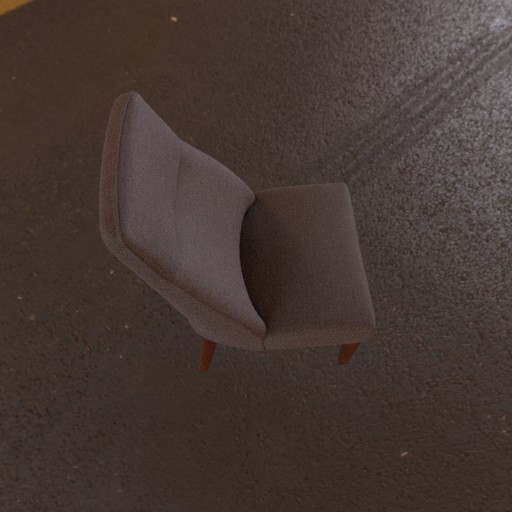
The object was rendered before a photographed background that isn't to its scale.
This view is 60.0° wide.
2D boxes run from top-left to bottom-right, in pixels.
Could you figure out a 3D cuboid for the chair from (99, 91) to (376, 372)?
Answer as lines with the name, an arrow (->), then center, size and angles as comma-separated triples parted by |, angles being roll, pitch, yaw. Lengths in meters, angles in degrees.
chair -> 0.000, 0.000, 1.275 | 0.620, 0.930, 0.500 | -4, 63, -2
